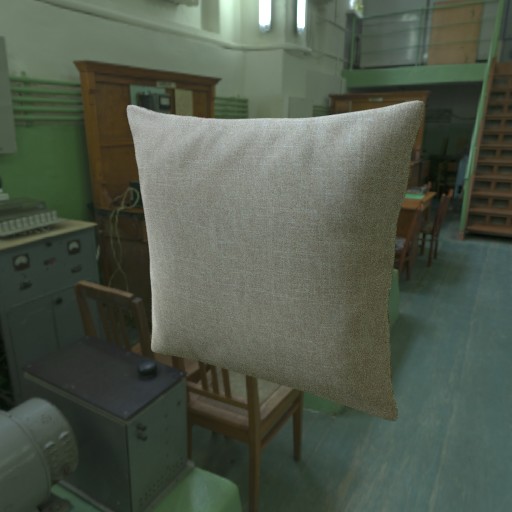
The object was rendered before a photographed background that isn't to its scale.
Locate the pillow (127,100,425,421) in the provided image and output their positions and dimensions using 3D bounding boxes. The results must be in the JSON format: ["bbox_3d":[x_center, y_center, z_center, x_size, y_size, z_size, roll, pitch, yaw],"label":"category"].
[{"bbox_3d":[0.000,0.000,0.774,0.523,0.506,0.166,9,19,26],"label":"pillow"}]
